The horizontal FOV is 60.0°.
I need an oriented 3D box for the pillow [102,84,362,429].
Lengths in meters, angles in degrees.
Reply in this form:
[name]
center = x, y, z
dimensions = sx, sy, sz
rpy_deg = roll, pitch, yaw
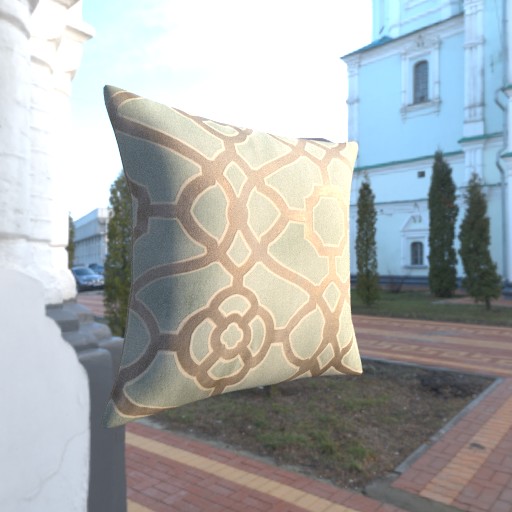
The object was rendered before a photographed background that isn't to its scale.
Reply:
[pillow]
center = 0.000, 0.000, 0.808
dimensions = 0.552, 0.508, 0.166
rpy_deg = 1, -1, -35
